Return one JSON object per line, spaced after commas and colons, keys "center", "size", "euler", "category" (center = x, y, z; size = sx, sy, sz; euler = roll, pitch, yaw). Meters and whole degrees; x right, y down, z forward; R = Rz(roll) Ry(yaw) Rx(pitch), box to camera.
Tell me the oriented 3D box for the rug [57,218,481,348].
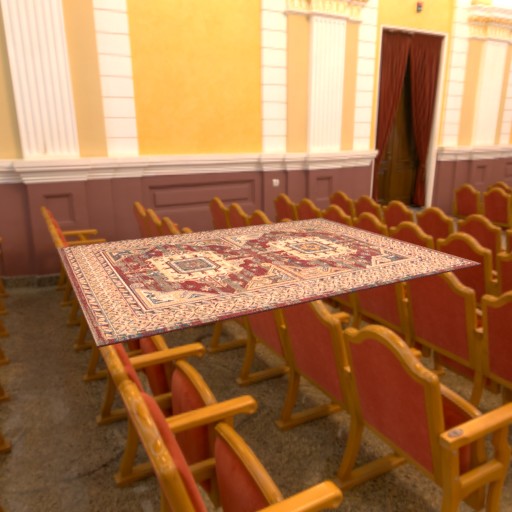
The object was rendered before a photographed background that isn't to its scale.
{"center": [0.000, 0.000, 2.835], "size": [2.210, 0.011, 1.599], "euler": [-8, 18, -27], "category": "rug"}
